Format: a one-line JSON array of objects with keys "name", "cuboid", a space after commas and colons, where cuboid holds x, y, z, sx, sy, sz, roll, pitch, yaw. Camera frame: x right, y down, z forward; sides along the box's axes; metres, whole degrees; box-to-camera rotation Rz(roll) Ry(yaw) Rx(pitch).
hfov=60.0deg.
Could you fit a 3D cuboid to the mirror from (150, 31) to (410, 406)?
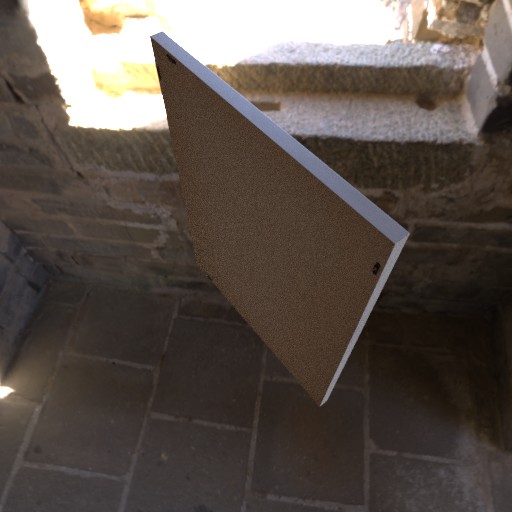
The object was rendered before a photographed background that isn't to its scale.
[{"name": "mirror", "cuboid": [0.000, 0.000, 1.312, 0.041, 1.016, 0.762, -34, 63, -20]}]
